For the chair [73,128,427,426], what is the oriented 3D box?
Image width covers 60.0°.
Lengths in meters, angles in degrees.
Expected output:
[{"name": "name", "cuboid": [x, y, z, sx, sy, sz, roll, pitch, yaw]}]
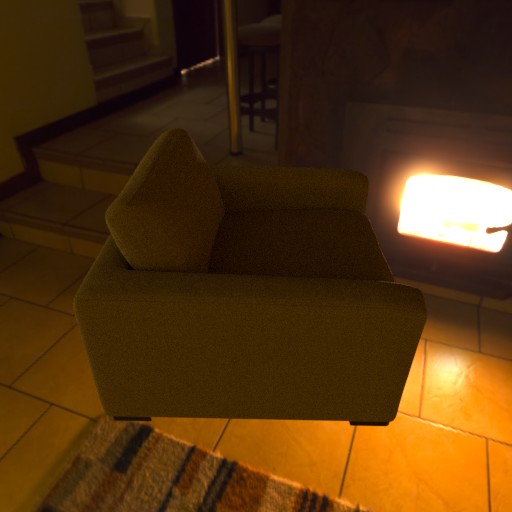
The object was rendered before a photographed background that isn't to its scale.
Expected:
[{"name": "chair", "cuboid": [0.000, 0.000, 1.862, 1.100, 0.847, 1.070, 1, 33, 1]}]
